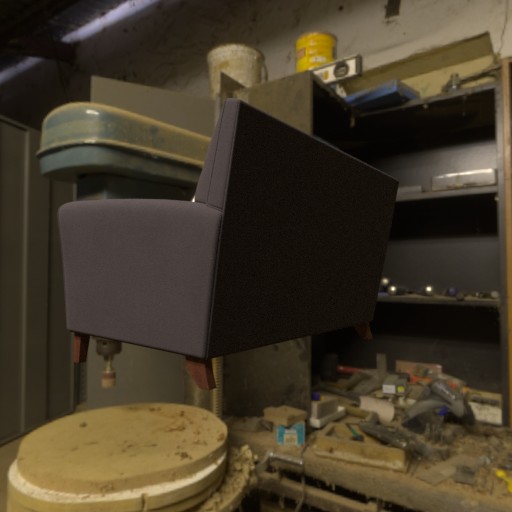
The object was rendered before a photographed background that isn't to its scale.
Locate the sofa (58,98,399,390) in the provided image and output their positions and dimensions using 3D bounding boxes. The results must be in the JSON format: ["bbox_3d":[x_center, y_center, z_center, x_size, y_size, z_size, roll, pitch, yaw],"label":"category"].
[{"bbox_3d":[0.000,0.000,2.012,0.871,0.846,1.420,-2,-3,36],"label":"sofa"}]
